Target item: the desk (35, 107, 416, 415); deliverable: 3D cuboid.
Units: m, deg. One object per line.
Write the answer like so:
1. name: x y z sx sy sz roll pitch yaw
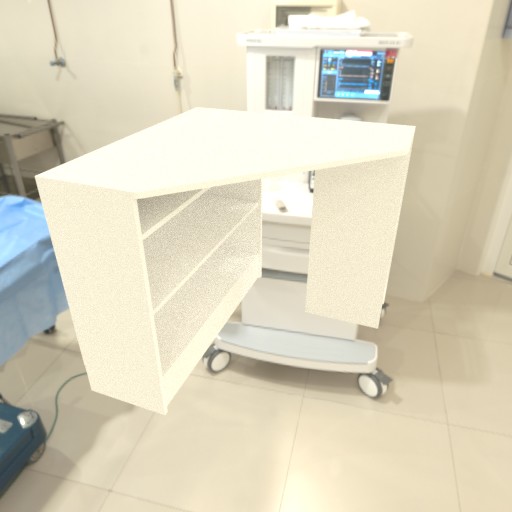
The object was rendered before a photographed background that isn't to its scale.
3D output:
1. desk: 0.000 0.000 1.644 0.926 0.818 0.940 11 32 18
